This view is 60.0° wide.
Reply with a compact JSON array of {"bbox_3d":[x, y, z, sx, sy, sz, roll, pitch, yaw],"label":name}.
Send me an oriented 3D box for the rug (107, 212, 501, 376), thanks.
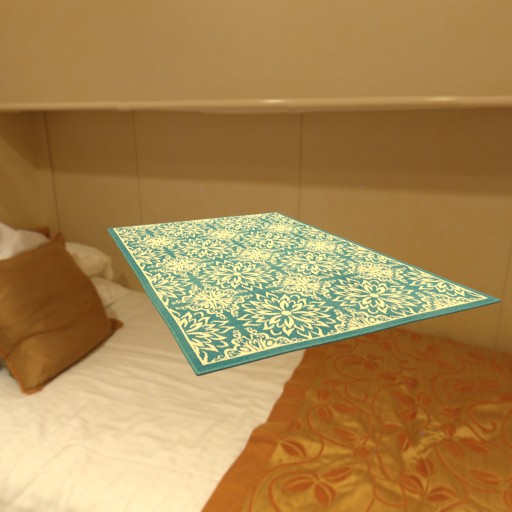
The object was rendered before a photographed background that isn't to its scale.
[{"bbox_3d":[0.000,0.000,3.379,1.830,0.018,2.769,-8,19,-24],"label":"rug"}]
